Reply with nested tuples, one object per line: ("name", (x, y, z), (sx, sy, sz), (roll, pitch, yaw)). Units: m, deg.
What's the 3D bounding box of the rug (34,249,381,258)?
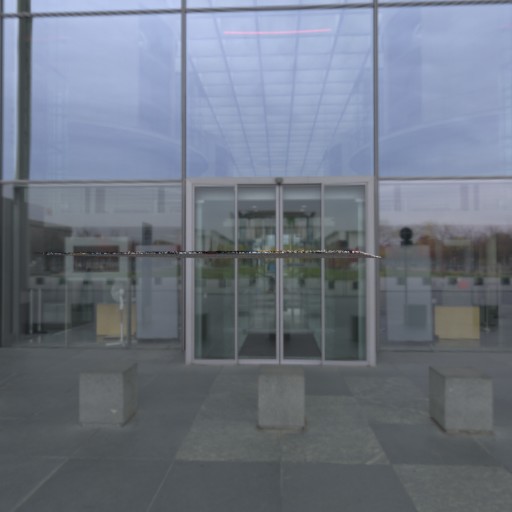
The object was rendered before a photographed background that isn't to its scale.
("rug", (0.000, 0.000, 2.346), (1.217, 0.012, 1.848), (0, -1, 18))
